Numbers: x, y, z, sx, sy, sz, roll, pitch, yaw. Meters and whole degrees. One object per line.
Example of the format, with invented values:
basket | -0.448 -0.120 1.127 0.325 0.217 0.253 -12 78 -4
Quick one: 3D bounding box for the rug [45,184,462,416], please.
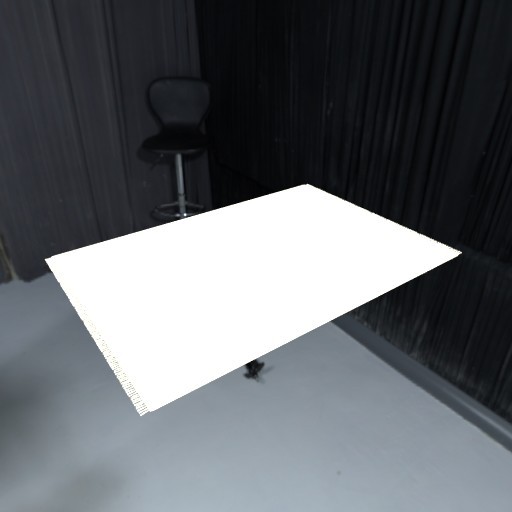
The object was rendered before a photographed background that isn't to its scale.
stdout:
rug | 0.000 0.000 2.864 2.233 0.011 1.514 -20 36 -30
